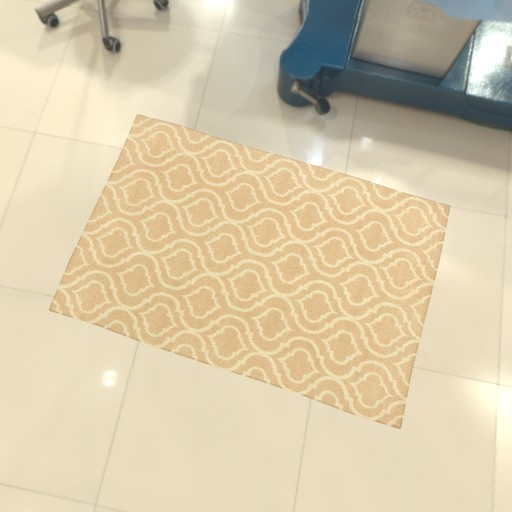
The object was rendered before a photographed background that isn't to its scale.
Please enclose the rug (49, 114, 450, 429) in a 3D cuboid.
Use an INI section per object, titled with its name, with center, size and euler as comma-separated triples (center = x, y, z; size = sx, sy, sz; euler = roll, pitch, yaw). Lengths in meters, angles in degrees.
[rug]
center = 0.000, 0.000, 2.222
size = 1.761, 0.013, 1.152
euler = 17, 75, 5
